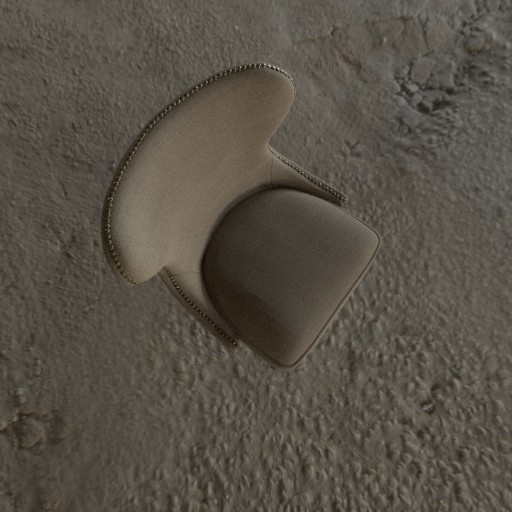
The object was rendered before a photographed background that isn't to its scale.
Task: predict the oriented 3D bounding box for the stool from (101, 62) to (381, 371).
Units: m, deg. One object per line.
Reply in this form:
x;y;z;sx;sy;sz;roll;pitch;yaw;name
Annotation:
0.000;0.000;1.379;0.597;0.972;0.615;36;77;9;stool
